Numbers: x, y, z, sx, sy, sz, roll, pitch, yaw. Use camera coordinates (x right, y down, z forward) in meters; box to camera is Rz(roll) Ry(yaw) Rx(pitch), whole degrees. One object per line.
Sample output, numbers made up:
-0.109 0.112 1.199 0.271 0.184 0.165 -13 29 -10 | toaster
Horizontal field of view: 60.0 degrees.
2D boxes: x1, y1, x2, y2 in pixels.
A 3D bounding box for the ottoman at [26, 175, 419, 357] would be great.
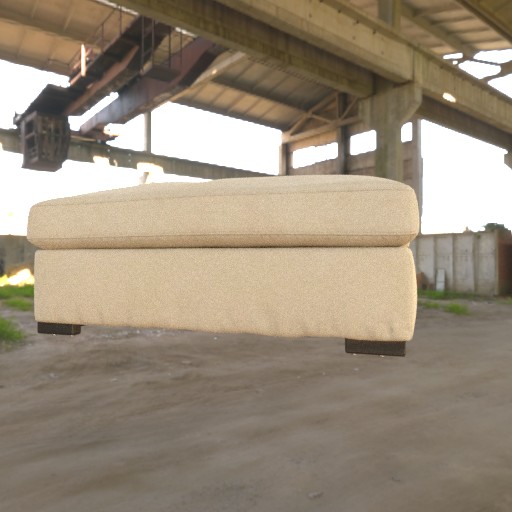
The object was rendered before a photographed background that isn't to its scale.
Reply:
0.000 0.000 1.801 1.205 0.522 1.190 0 0 18 | ottoman
